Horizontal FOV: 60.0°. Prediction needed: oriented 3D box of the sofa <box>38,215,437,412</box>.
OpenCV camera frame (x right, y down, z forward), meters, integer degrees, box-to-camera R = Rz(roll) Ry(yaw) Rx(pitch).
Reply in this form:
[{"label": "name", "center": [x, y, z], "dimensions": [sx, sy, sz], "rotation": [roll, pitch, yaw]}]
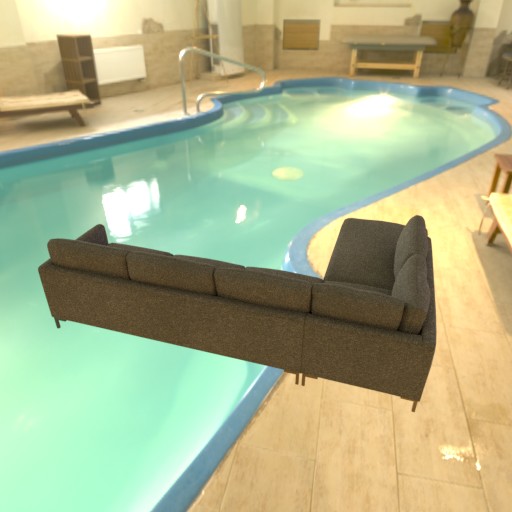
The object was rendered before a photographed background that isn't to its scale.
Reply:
[{"label": "sofa", "center": [0.000, 0.000, 3.934], "dimensions": [2.949, 0.815, 2.007], "rotation": [9, 32, 15]}]
